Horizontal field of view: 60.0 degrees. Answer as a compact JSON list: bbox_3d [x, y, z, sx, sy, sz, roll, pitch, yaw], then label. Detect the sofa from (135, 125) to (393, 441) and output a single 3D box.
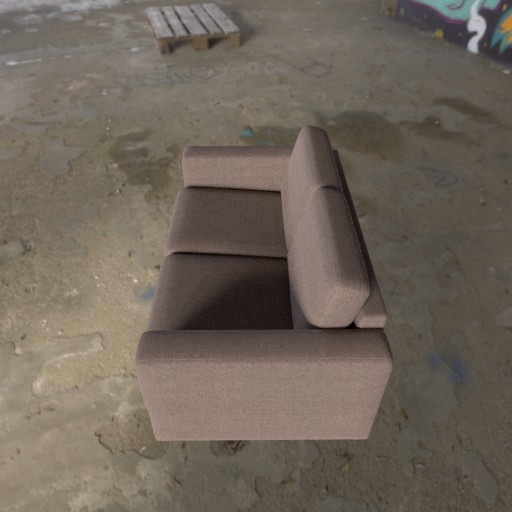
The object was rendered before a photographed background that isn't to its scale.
[{"bbox_3d":[0.000,0.000,2.115,0.900,0.800,1.520,0,41,0],"label":"sofa"}]
